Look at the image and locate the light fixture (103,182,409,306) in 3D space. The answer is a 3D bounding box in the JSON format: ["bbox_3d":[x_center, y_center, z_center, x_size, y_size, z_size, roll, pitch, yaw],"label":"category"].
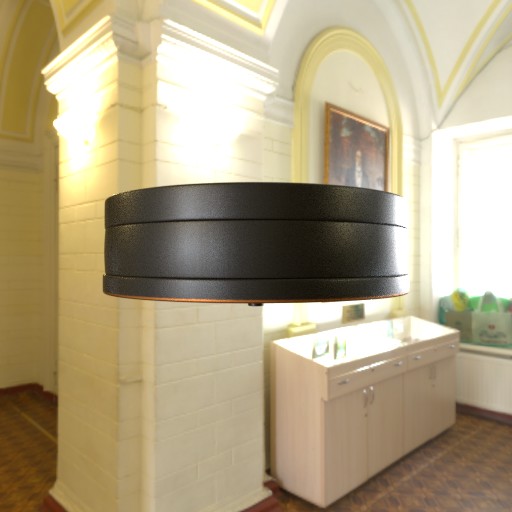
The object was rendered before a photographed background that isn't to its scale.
[{"bbox_3d":[0.000,0.000,0.433,0.283,0.097,0.283,0,0,0],"label":"light fixture"}]
